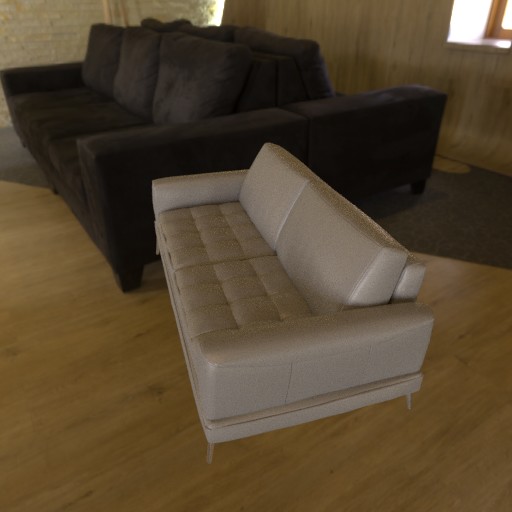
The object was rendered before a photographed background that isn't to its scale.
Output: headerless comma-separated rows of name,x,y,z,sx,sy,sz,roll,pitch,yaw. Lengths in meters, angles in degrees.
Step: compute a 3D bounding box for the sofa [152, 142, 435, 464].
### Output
sofa,0.000,0.000,2.772,1.121,0.930,2.177,-9,31,-15
